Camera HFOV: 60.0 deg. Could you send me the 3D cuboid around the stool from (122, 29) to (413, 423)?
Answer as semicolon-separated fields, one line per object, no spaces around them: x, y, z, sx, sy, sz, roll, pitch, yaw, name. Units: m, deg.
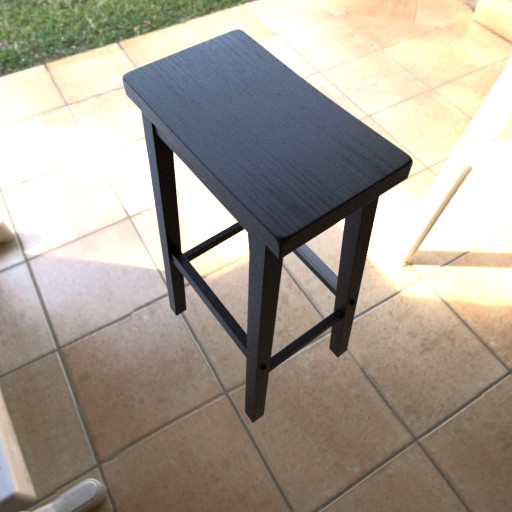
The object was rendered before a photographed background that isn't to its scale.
0.000;0.000;0.951;0.322;0.742;0.406;-32;62;-19;stool
